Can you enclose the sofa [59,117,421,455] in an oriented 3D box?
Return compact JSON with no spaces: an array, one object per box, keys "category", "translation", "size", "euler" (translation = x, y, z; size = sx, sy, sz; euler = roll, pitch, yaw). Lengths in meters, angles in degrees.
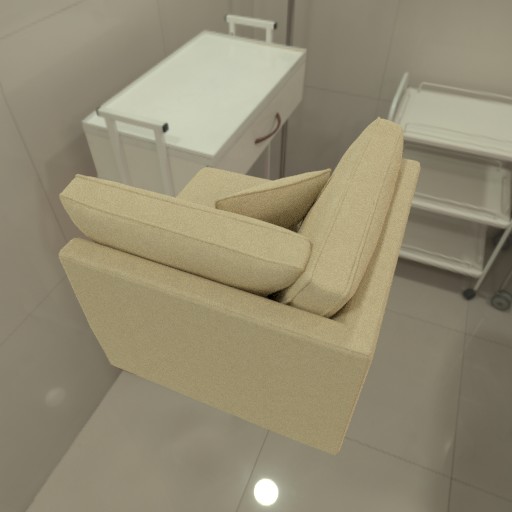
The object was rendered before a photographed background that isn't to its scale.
[{"category":"sofa","translation":[0.000,0.000,1.970],"size":[1.146,1.002,1.084],"euler":[16,48,15]}]
